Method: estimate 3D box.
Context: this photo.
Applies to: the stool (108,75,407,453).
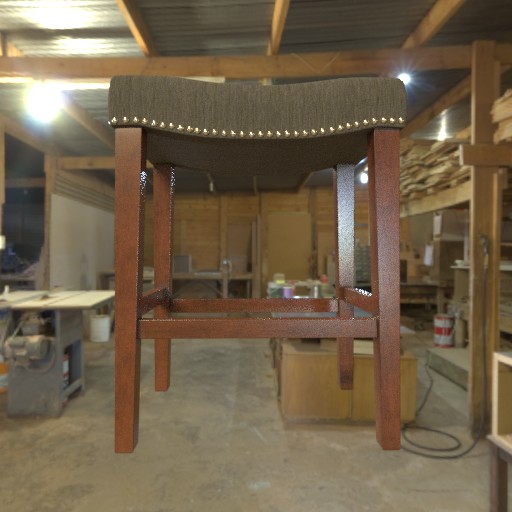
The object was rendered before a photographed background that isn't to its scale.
[{"bbox_3d":[0.000,0.000,0.919,0.504,0.654,0.372,0,1,-1],"label":"stool"}]
